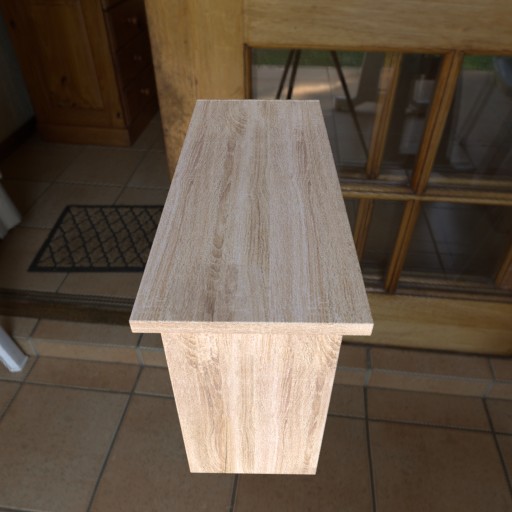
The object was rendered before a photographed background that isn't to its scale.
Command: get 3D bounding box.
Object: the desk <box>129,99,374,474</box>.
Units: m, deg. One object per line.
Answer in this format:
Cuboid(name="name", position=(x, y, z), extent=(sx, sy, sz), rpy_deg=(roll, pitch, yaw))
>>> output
Cuboid(name="desk", position=(0.000, 0.000, 1.639), extent=(0.500, 0.750, 1.300), rpy_deg=(1, 40, 1))
